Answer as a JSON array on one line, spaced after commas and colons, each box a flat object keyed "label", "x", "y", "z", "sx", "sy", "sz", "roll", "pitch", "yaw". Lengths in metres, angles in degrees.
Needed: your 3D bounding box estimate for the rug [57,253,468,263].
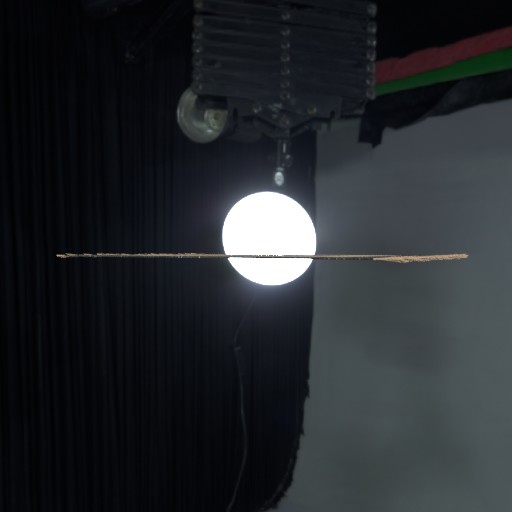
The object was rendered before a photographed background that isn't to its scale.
[{"label": "rug", "x": 0.000, "y": 0.000, "z": 2.512, "sx": 2.021, "sy": 0.027, "sz": 1.224, "roll": 0, "pitch": 1, "yaw": 35}]
